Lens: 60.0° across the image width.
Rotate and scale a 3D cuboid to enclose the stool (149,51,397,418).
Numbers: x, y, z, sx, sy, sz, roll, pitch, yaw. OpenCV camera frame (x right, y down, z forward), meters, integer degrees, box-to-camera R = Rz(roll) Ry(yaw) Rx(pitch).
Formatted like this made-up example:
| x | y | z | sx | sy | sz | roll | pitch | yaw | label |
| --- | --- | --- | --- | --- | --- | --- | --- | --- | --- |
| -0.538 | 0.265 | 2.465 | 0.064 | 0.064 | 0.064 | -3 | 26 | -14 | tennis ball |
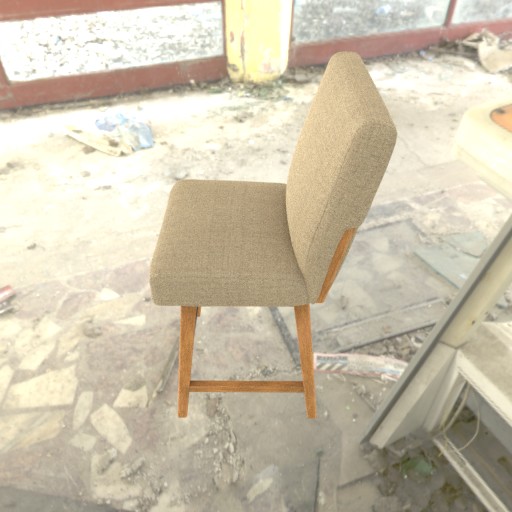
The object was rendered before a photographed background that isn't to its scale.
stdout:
| x | y | z | sx | sy | sz | roll | pitch | yaw | label |
| --- | --- | --- | --- | --- | --- | --- | --- | --- | --- |
| 0.000 | 0.000 | 1.280 | 0.526 | 1.010 | 0.459 | 0 | 42 | 0 | stool |
